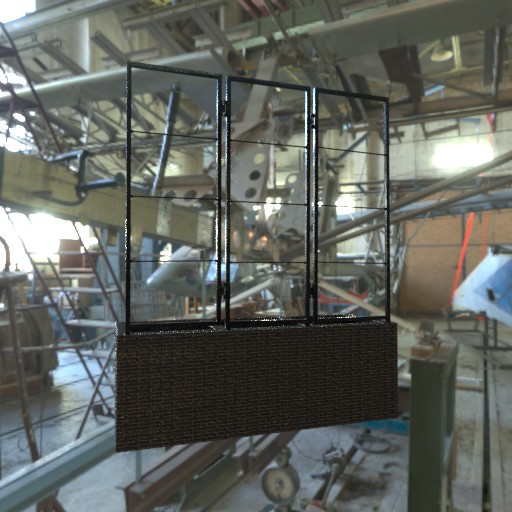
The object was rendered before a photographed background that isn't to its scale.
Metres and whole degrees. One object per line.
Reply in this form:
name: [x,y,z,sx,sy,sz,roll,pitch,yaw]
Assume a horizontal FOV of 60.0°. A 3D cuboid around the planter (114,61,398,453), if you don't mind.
planter: [0.000,0.000,1.162,0.699,0.841,0.244,1,-2,-18]
